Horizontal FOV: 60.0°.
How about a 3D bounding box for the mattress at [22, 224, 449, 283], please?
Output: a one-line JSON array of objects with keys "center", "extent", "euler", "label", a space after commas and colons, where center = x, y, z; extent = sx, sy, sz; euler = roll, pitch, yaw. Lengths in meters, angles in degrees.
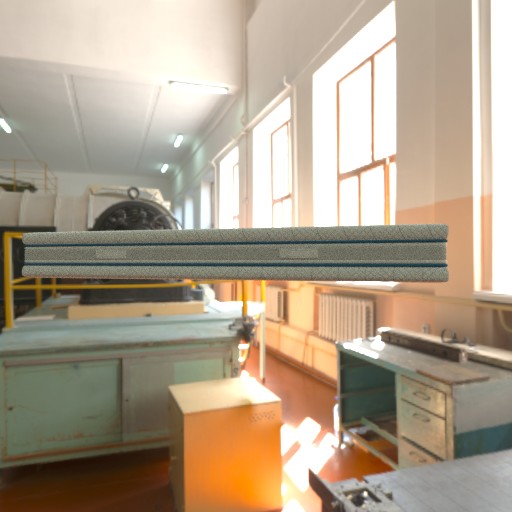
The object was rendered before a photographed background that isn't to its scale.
[{"center": [0.000, 0.000, 2.720], "extent": [2.000, 0.230, 1.600], "euler": [0, -1, 17], "label": "mattress"}]
